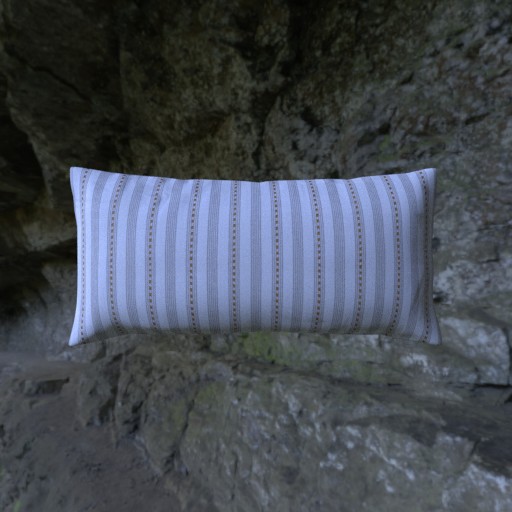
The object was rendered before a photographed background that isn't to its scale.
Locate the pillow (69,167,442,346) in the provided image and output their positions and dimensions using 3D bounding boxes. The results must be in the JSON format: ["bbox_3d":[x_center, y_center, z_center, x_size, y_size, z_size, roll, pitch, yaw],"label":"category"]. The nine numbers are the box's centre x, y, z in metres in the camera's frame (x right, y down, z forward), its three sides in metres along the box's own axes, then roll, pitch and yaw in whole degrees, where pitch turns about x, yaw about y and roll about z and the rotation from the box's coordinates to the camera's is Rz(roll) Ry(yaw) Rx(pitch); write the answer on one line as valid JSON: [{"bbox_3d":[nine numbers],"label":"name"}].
[{"bbox_3d":[0.000,0.000,0.723,0.608,0.291,0.151,0,-1,-1],"label":"pillow"}]
